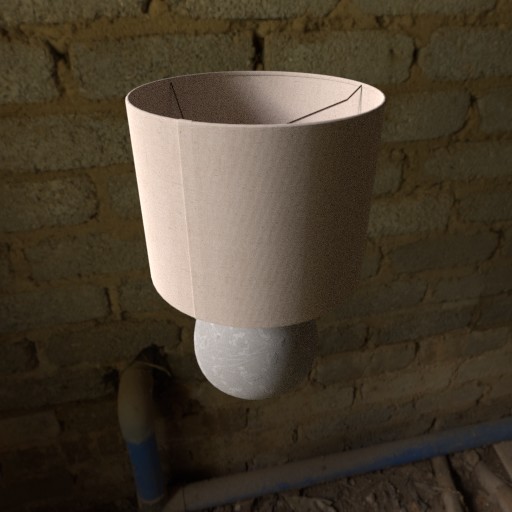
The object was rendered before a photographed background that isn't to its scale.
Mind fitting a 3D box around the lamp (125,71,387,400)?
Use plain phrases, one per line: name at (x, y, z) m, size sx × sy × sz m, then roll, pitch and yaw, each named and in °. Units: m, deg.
lamp at (0.000, 0.000, 0.576) m, size 0.269 × 0.409 × 0.269 m, roll 22°, pitch 38°, yaw 31°
